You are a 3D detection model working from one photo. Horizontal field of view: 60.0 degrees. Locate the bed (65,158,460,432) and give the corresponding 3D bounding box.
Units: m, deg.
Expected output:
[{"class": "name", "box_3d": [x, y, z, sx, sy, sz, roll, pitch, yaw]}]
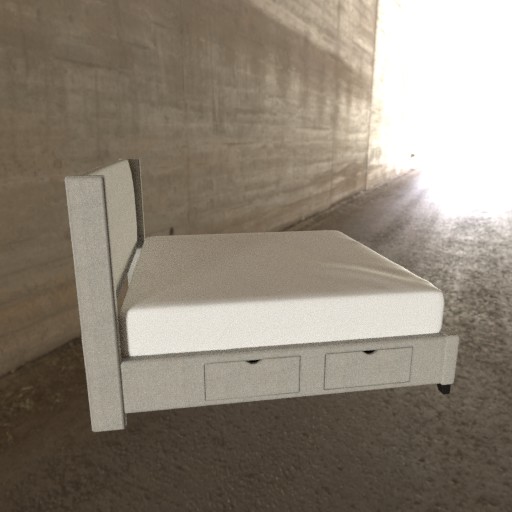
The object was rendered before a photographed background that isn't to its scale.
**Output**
[{"class": "bed", "box_3d": [0.000, 0.000, 3.567, 2.280, 1.470, 2.140, -2, 15, -9]}]
